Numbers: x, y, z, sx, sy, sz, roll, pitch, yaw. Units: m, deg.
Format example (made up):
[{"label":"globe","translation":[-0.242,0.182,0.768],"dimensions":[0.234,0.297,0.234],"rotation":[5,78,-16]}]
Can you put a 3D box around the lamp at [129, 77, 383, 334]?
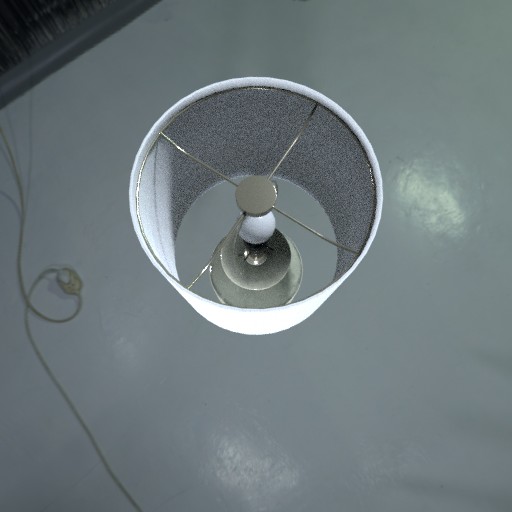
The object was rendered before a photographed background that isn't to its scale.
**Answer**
[{"label":"lamp","translation":[0.000,0.000,0.589],"dimensions":[0.211,0.455,0.211],"rotation":[-42,79,-10]}]
